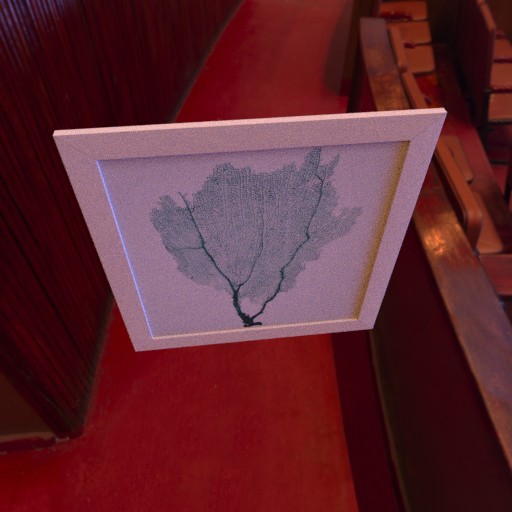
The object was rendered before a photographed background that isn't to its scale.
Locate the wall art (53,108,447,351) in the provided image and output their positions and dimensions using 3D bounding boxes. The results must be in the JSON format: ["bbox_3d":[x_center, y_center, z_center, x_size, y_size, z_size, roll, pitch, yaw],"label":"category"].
[{"bbox_3d":[0.000,0.000,0.855,0.572,0.577,0.015,-5,47,-4],"label":"wall art"}]
